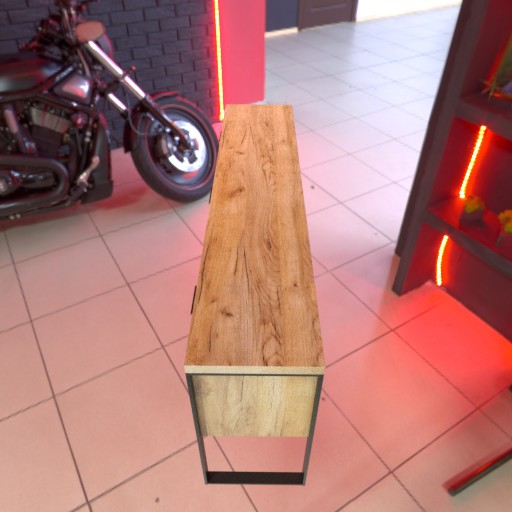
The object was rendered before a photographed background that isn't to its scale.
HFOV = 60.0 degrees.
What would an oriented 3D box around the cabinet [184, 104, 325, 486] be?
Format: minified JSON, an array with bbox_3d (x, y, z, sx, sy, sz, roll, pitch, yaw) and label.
[{"bbox_3d":[0.000,0.000,2.127,0.395,0.762,1.800,0,41,1],"label":"cabinet"}]
